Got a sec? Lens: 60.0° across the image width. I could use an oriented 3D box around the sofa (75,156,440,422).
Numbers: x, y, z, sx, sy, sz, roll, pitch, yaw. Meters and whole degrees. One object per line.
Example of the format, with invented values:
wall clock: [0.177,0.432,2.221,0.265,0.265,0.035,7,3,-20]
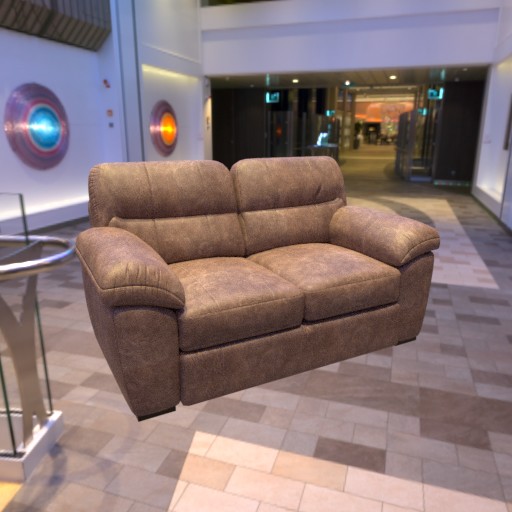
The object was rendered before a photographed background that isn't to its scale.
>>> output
sofa: [0.000,0.000,2.397,1.753,0.991,0.991,-8,18,-27]
